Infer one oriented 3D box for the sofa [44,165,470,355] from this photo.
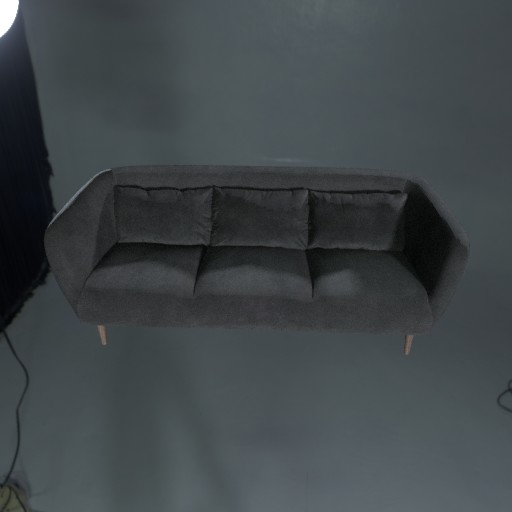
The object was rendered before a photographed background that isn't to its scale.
[{"bbox_3d":[0.000,0.000,2.781,2.296,0.875,0.956,1,30,2],"label":"sofa"}]
